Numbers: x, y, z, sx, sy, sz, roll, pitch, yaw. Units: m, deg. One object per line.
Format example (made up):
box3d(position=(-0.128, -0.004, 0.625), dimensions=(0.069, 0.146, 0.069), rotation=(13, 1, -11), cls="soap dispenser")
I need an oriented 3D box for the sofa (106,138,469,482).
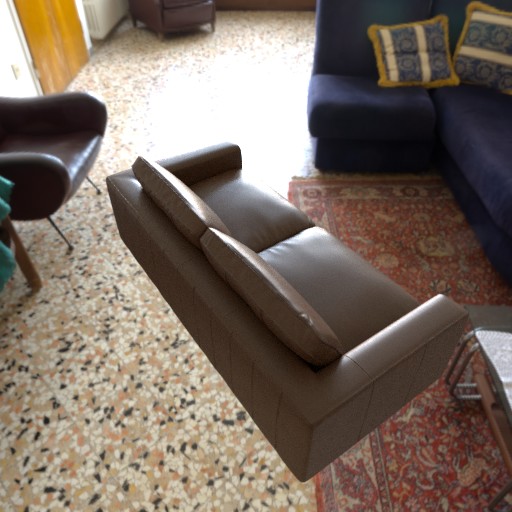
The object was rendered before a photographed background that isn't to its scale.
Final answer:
box3d(position=(0.000, 0.000, 2.759), dimensions=(1.070, 0.801, 2.262), rotation=(-25, 48, -25), cls="sofa")
